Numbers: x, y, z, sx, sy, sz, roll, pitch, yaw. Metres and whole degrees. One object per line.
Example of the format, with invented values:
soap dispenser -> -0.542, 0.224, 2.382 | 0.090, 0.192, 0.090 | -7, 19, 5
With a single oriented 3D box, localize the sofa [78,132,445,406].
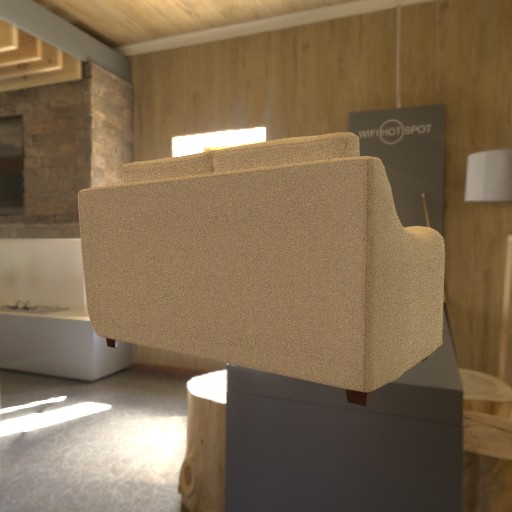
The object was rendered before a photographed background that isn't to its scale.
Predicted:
sofa -> 0.000, 0.000, 2.363 | 1.744, 1.047, 1.040 | 1, 3, 36
